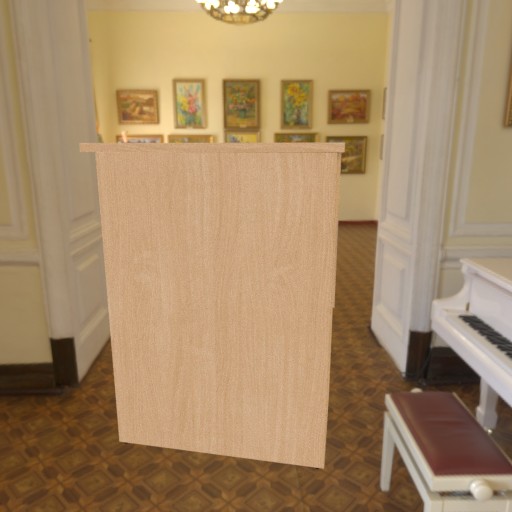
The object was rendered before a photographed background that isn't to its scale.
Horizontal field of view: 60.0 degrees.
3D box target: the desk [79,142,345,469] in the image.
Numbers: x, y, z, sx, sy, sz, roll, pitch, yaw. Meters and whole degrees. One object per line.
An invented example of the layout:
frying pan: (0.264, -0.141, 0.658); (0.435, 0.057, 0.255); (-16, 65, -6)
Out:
desk: (0.000, 0.000, 1.509); (0.560, 0.735, 1.097); (3, 14, 11)
